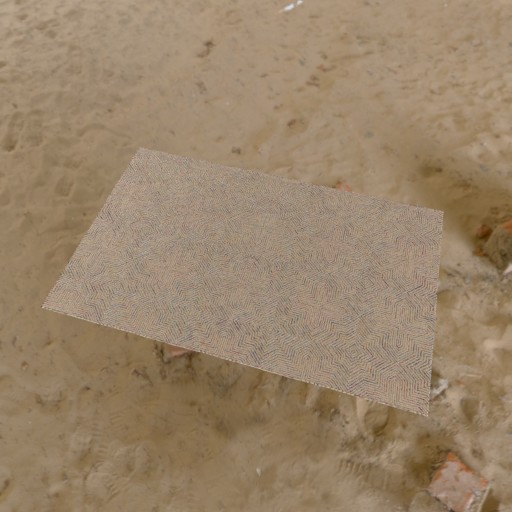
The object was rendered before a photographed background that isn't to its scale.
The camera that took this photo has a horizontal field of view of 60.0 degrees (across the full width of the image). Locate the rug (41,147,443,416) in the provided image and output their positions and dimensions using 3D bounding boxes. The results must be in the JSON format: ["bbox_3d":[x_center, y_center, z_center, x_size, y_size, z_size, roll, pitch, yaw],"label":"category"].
[{"bbox_3d":[0.000,0.000,3.046,2.428,0.007,1.519,14,58,9],"label":"rug"}]
